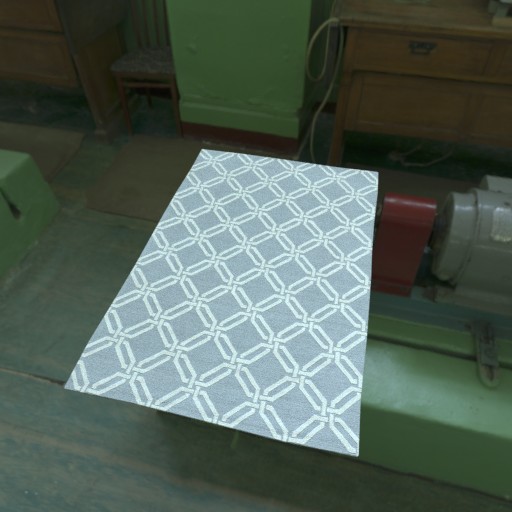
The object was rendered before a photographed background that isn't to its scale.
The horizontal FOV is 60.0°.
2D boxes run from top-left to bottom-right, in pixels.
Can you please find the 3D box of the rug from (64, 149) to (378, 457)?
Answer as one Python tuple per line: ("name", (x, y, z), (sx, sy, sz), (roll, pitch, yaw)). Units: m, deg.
("rug", (0.000, 0.000, 2.226), (1.148, 0.010, 1.754), (9, 47, 9))
